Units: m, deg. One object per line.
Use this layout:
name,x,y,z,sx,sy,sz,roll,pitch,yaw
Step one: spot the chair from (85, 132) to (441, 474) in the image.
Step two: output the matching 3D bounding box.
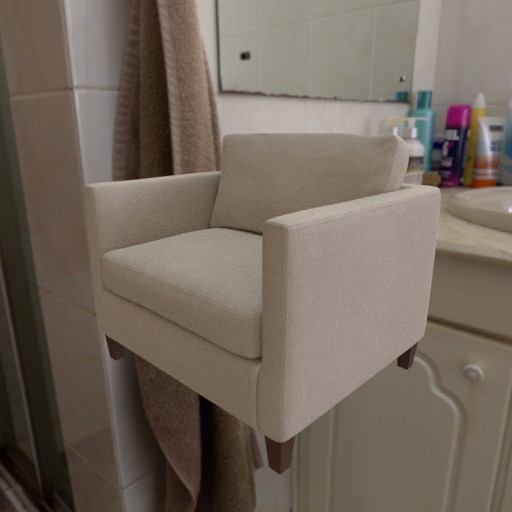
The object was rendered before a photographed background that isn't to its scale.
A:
chair,0.000,0.000,1.797,1.107,0.961,0.959,15,22,42
